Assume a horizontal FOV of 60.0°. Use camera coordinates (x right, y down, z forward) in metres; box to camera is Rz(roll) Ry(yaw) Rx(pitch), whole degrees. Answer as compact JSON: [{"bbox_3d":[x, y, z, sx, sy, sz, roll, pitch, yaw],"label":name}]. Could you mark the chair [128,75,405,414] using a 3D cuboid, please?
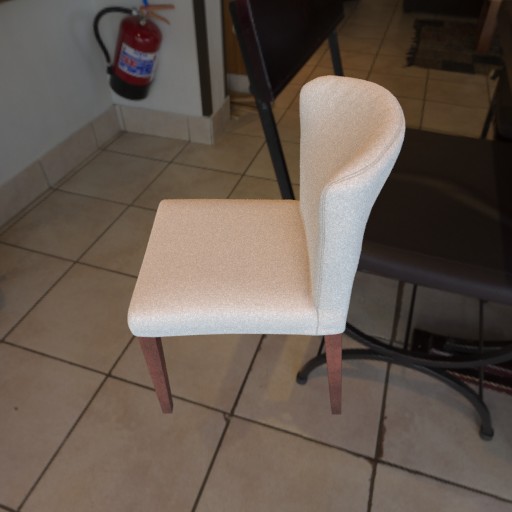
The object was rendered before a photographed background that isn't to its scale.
[{"bbox_3d":[0.000,0.000,1.173,0.592,0.839,0.491,0,41,0],"label":"chair"}]
